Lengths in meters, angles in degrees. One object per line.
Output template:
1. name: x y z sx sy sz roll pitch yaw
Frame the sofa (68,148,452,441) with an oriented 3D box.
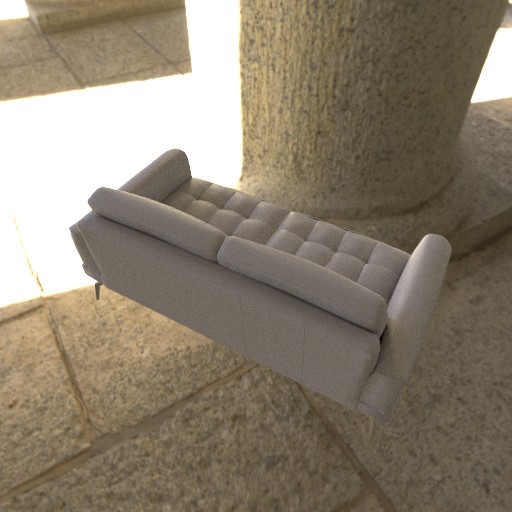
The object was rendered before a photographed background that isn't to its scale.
1. sofa: 0.000 0.000 2.809 2.177 0.930 1.121 22 50 20
